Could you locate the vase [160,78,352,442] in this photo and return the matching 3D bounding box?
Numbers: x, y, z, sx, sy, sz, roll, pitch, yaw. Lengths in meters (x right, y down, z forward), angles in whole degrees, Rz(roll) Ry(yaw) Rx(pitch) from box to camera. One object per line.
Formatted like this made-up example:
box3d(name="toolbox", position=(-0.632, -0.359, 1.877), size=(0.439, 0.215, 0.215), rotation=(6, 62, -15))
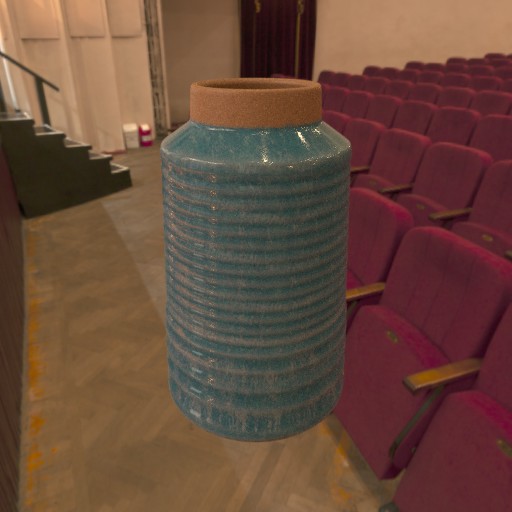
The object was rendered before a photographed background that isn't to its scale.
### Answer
box3d(name="vase", position=(0.000, 0.000, 0.366), size=(0.163, 0.267, 0.163), rotation=(0, 26, 0))
